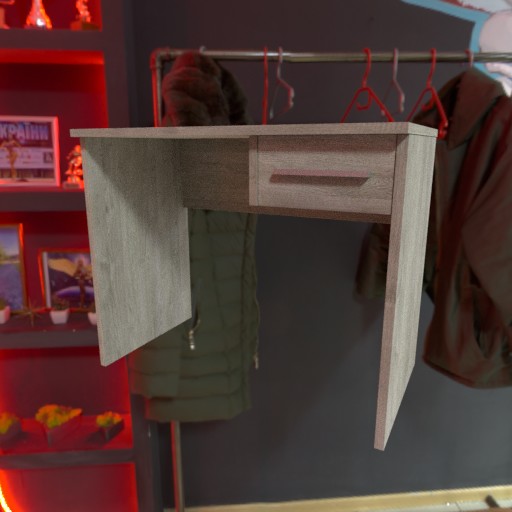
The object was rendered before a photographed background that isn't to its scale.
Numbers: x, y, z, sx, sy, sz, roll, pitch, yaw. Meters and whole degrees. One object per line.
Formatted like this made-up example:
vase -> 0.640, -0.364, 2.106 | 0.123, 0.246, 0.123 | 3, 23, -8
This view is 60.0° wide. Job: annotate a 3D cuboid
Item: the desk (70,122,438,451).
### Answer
desk -> 0.000, 0.000, 1.319 | 0.893, 0.724, 0.498 | 7, 16, 27
